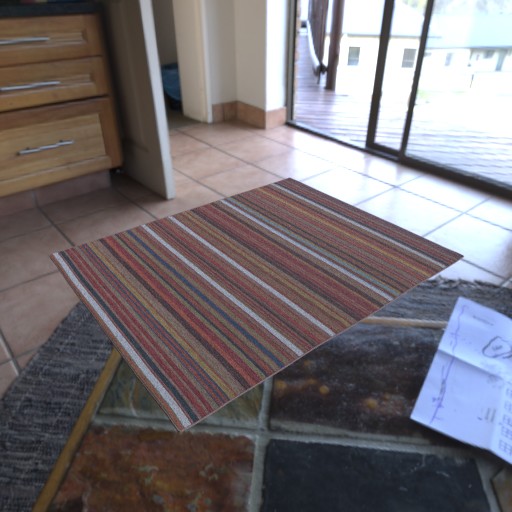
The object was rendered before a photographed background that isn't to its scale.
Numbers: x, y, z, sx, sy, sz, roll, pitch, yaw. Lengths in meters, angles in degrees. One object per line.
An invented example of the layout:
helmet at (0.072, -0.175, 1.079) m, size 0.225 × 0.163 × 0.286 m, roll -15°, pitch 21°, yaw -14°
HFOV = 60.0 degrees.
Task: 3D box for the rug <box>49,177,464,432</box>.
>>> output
rug at (0.000, 0.000, 4.190) m, size 3.092 × 0.023 × 2.479 m, roll -23°, pitch 39°, yaw -31°
